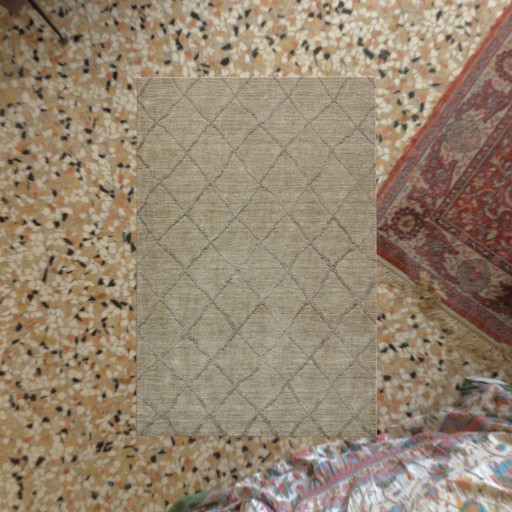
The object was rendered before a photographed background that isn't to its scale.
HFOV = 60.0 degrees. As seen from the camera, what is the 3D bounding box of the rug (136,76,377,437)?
[{"bbox_3d":[0.000,0.000,2.813,1.521,0.015,2.280,0,90,1],"label":"rug"}]
